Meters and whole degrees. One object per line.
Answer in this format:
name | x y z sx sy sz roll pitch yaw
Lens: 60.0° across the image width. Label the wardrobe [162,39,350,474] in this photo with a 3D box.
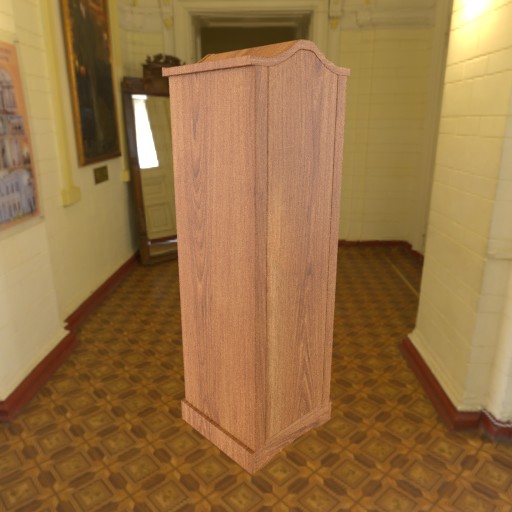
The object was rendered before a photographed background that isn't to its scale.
wardrobe | 0.000 0.000 2.173 0.590 1.870 0.570 -15 22 -41
